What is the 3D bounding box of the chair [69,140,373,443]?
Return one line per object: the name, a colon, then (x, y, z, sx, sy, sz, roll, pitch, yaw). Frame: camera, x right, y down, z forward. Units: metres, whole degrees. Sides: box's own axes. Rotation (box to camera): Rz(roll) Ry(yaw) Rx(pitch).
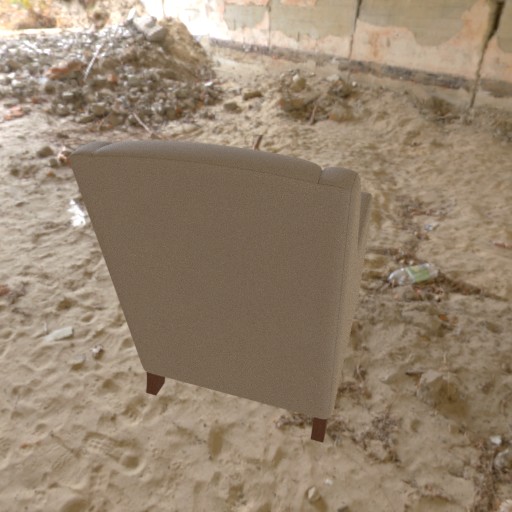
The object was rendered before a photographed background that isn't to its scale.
chair: (0.000, 0.000, 1.586, 0.715, 1.010, 0.863, 10, 32, 16)
